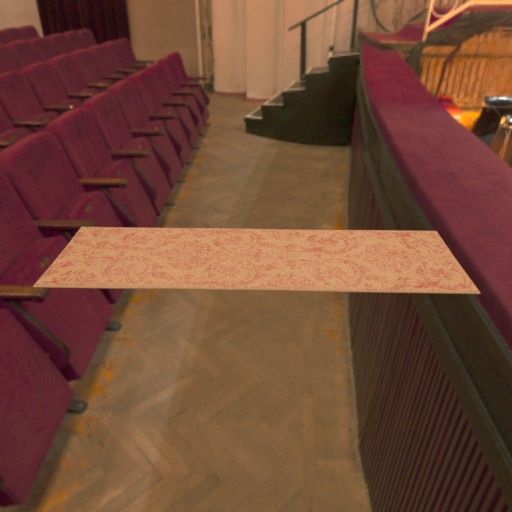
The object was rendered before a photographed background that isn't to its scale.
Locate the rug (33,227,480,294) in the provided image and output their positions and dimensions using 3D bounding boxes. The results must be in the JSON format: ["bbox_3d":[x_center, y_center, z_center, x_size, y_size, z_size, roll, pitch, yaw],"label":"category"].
[{"bbox_3d":[0.000,0.000,2.455,2.196,0.011,0.662,1,30,1],"label":"rug"}]
